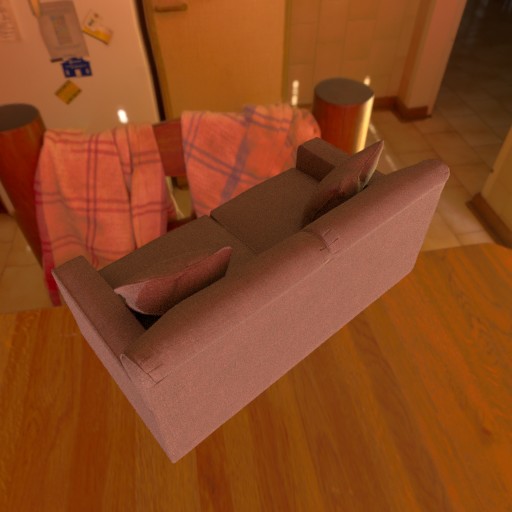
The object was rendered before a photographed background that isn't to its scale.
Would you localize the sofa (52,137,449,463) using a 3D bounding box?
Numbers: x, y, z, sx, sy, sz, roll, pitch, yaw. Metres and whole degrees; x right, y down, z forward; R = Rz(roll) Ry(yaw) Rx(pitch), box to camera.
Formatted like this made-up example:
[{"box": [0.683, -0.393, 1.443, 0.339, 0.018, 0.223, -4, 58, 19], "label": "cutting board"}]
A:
[{"box": [0.000, 0.000, 2.416, 1.846, 0.958, 1.000, -32, 54, -27], "label": "sofa"}]
